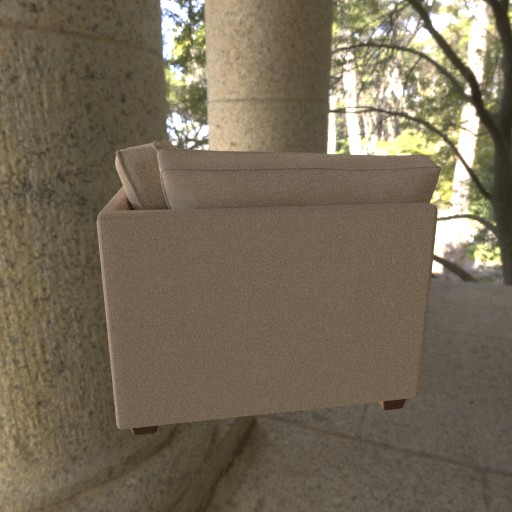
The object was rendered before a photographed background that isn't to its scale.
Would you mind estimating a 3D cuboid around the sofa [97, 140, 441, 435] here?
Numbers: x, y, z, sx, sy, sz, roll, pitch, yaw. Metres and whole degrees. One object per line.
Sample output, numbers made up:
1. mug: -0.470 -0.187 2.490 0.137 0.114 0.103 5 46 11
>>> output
1. sofa: 0.000 0.000 1.850 1.050 0.937 1.042 -2 16 -9
